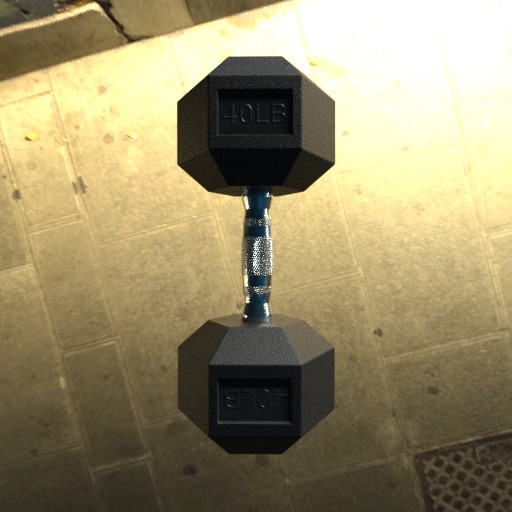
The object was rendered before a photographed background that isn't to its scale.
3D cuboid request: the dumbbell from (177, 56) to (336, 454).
[{"bbox_3d":[0.000,0.000,0.443,0.157,0.137,0.361,0,91,1],"label":"dumbbell"}]
